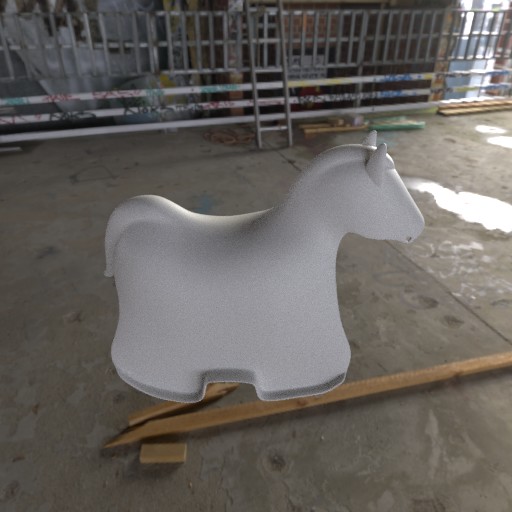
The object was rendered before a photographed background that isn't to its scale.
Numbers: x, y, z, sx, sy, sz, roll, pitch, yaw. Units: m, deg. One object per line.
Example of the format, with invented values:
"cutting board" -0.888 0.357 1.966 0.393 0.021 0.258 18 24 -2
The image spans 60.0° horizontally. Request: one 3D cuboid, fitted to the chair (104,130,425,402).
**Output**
"chair" 0.000 0.000 1.127 0.800 0.612 0.429 1 31 1
